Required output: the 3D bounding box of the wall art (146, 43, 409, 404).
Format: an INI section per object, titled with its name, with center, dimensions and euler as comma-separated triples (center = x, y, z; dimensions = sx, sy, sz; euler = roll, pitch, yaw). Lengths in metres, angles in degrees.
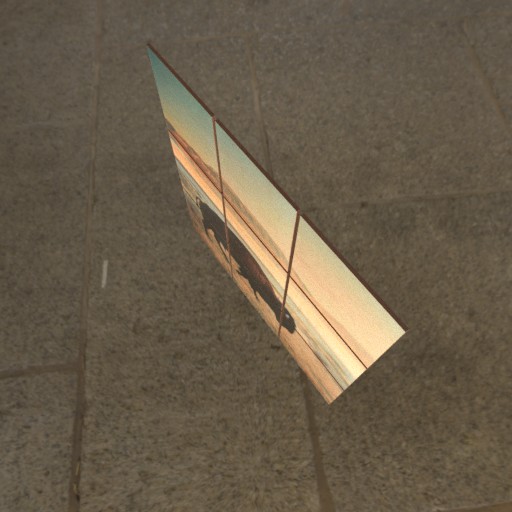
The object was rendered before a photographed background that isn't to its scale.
[wall art]
center = 0.000, 0.000, 1.809
dimensions = 0.019, 1.218, 1.221
euler = -33, 68, -15
